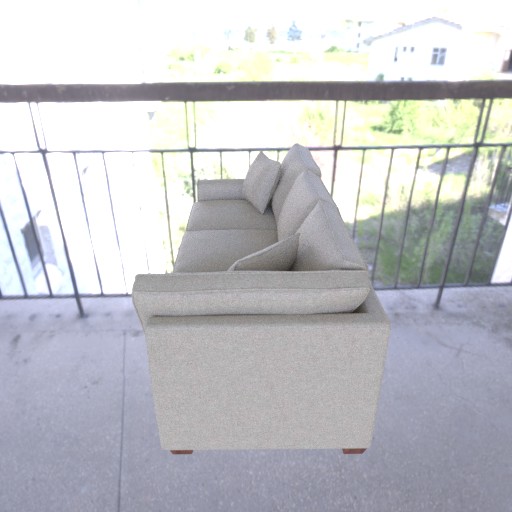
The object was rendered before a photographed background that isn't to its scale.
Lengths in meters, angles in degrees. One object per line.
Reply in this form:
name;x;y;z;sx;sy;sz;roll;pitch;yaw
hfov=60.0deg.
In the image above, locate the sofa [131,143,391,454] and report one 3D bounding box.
sofa;0.000;0.000;2.885;1.061;0.962;2.317;-1;27;-1
